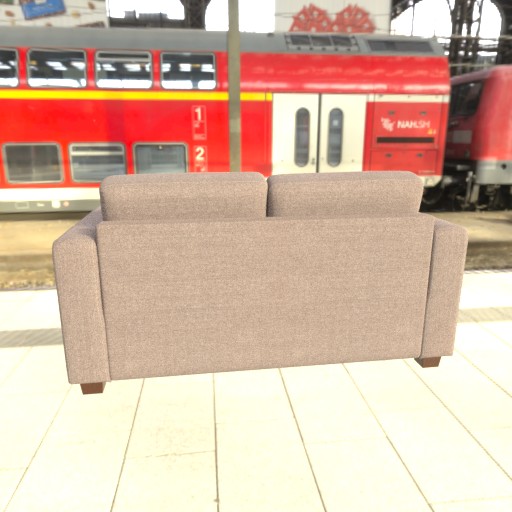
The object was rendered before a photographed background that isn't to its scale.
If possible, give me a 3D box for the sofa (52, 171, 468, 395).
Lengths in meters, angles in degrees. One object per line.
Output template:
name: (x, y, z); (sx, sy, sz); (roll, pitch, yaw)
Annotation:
sofa: (0.000, 0.000, 2.027); (1.520, 0.800, 0.900); (-2, 15, -8)
